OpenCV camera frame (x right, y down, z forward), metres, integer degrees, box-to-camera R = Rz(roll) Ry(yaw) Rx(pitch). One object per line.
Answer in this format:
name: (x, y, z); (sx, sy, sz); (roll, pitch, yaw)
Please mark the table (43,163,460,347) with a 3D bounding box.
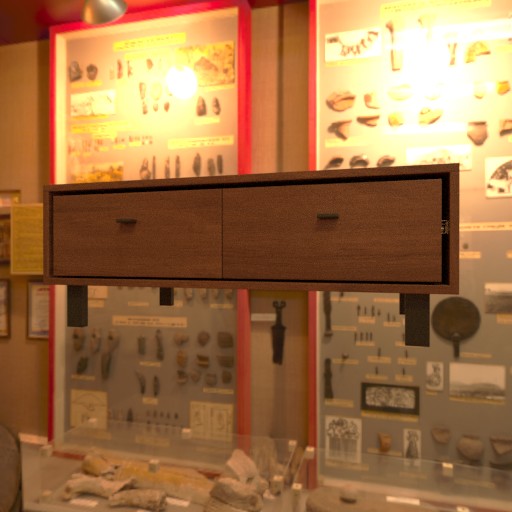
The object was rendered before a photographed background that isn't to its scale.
table: (0.000, 0.000, 1.304); (1.020, 0.380, 0.600); (0, 0, 17)
